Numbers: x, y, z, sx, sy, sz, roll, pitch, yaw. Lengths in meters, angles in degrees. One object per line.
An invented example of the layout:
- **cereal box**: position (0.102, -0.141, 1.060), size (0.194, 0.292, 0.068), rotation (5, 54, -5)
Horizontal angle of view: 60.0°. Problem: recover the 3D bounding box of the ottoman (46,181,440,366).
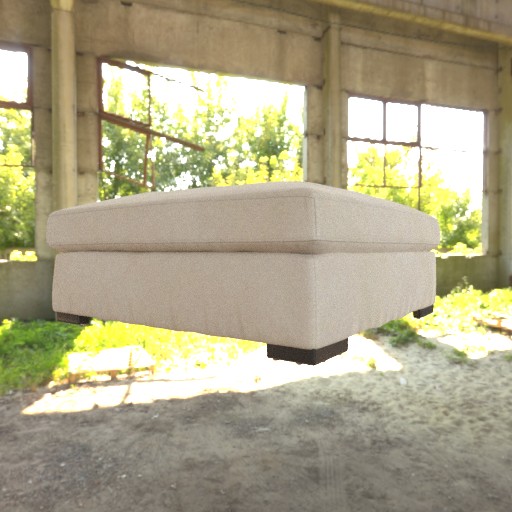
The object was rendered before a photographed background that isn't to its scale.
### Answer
- **ottoman**: position (0.000, 0.000, 1.851), size (1.205, 0.522, 1.190), rotation (1, 1, 36)
